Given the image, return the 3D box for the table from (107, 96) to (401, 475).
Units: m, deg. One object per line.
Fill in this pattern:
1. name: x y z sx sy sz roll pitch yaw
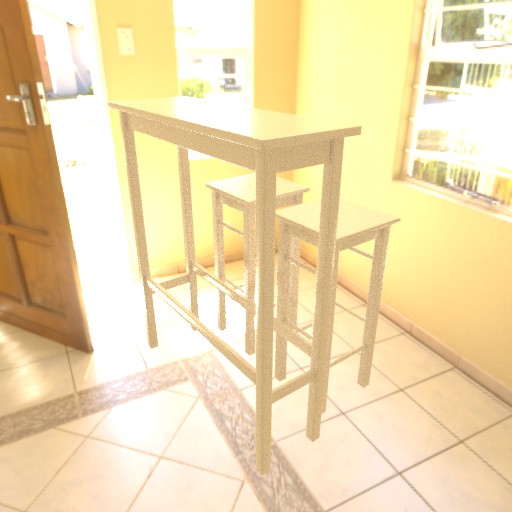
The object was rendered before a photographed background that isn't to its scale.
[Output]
1. table: 0.000 0.000 1.662 0.650 1.065 0.915 -18 31 -33
